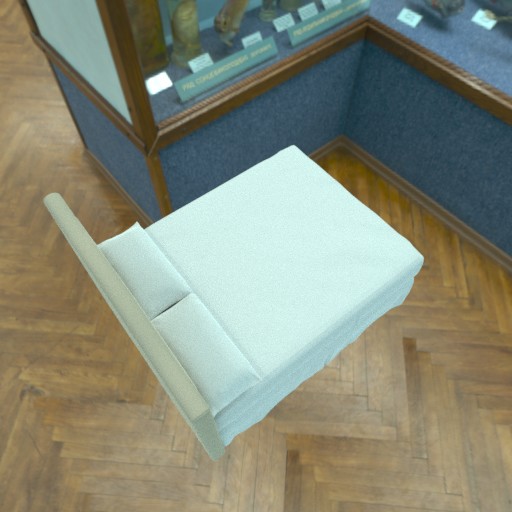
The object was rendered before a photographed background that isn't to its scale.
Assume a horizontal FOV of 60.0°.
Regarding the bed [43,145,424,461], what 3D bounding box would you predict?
[{"bbox_3d":[0.000,0.000,3.345,2.143,1.460,1.753,-33,63,-19],"label":"bed"}]
